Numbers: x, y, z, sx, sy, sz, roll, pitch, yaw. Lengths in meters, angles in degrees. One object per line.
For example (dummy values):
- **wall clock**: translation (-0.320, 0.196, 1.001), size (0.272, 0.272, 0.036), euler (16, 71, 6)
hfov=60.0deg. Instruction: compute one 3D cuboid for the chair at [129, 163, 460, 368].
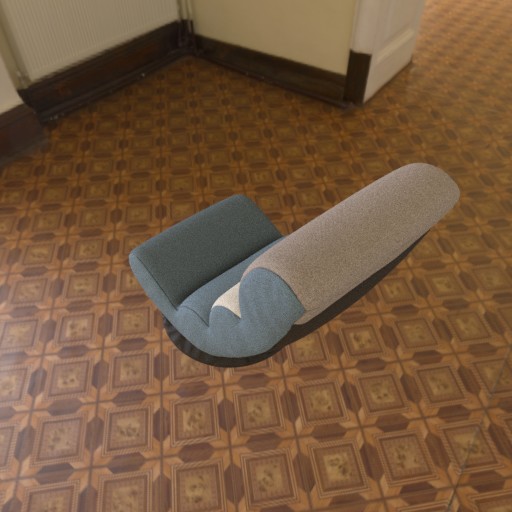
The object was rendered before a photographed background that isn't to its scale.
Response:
- **chair**: translation (0.000, 0.000, 1.049), size (0.420, 0.641, 0.661), euler (-32, 55, -26)
